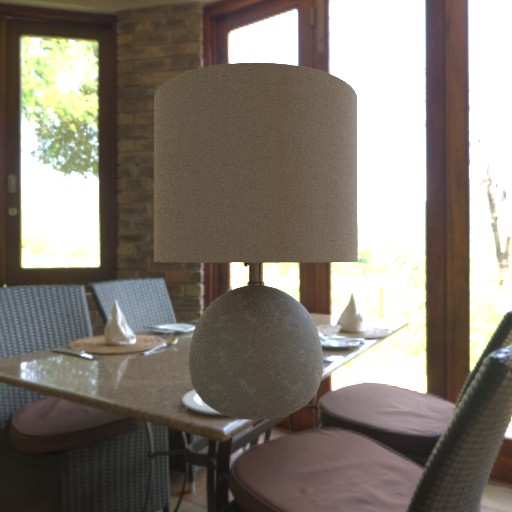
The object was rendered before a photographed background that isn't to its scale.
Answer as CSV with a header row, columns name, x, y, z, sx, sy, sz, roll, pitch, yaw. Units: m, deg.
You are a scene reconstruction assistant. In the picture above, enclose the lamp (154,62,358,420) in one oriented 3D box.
name,x,y,z,sx,sy,sz,roll,pitch,yaw
lamp,0.000,0.000,0.600,0.269,0.409,0.269,0,0,36
